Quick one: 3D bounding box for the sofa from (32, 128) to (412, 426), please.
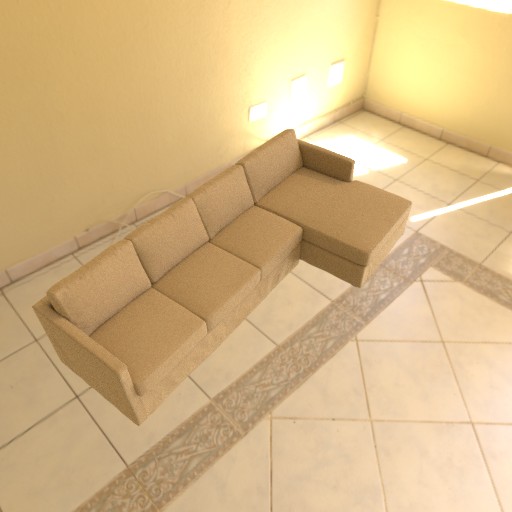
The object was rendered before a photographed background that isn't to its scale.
[{"bbox_3d":[0.000,0.000,3.881,1.622,0.867,3.177,27,50,26],"label":"sofa"}]
